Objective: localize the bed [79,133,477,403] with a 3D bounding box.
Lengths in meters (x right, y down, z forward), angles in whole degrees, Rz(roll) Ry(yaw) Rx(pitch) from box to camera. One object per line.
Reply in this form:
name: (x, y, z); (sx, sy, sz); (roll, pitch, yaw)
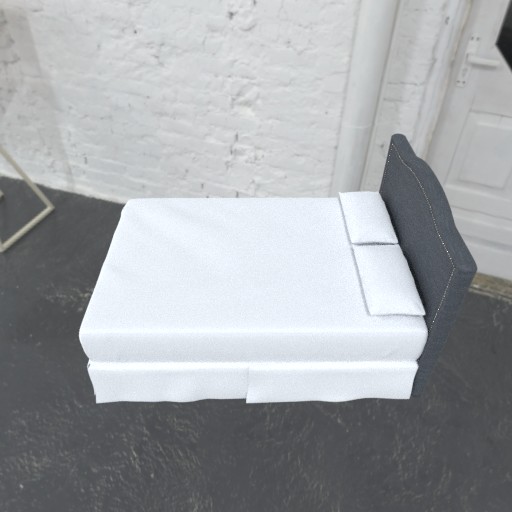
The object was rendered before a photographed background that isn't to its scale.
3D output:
bed: (0.000, 0.000, 3.517); (2.507, 1.441, 1.747); (0, 41, 0)
